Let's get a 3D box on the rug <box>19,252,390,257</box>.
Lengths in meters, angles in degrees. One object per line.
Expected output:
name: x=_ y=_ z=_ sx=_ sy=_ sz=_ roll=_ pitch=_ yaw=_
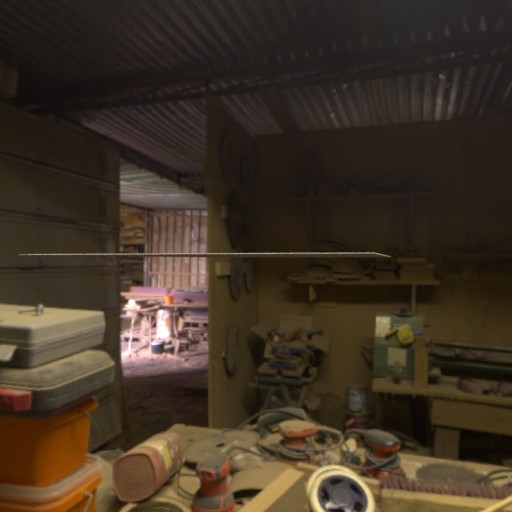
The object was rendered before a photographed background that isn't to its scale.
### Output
rug: x=0.000 y=0.000 z=4.170 sx=2.354 sy=0.007 sz=3.196 roll=0 pitch=0 yaw=18
